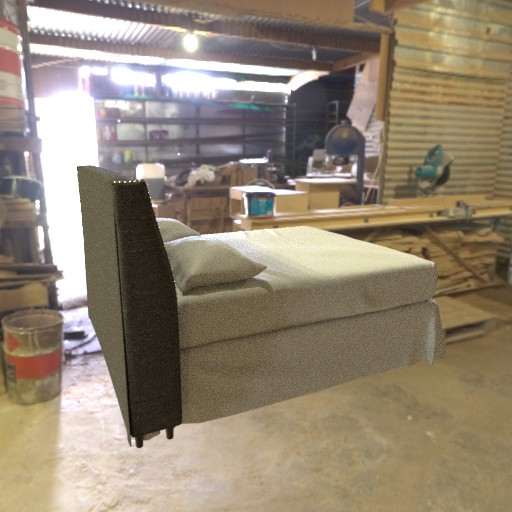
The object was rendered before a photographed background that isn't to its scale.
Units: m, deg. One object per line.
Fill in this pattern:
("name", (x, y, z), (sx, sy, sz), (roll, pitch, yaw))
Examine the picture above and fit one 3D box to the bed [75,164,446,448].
("bed", (0.000, 0.000, 3.295), (2.276, 1.332, 1.925), (-7, 15, -25))
